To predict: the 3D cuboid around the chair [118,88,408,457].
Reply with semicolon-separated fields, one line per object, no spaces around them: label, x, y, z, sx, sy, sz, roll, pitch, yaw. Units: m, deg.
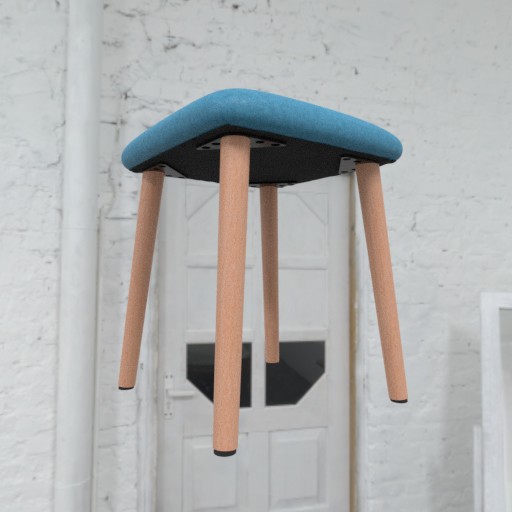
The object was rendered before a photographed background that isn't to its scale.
chair;0.000;0.000;0.725;0.360;0.450;0.360;1;-1;-36
